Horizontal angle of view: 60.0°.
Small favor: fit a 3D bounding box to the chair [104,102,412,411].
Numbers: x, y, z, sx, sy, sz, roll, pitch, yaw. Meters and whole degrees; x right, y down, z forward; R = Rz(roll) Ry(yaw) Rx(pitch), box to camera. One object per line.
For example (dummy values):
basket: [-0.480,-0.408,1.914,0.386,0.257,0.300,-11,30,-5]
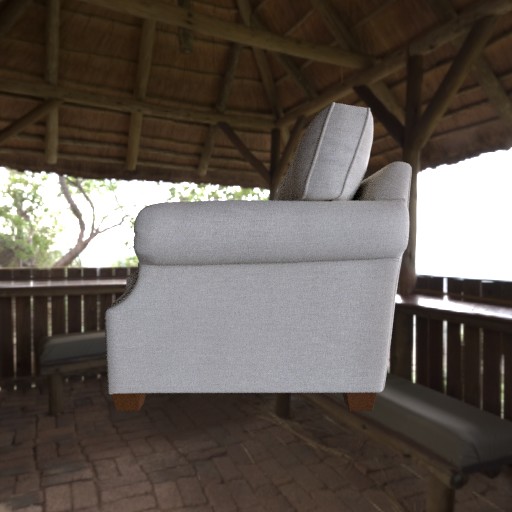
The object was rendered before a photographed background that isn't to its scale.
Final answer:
chair: [0.000,0.000,1.827,0.965,0.961,1.092,0,1,0]
